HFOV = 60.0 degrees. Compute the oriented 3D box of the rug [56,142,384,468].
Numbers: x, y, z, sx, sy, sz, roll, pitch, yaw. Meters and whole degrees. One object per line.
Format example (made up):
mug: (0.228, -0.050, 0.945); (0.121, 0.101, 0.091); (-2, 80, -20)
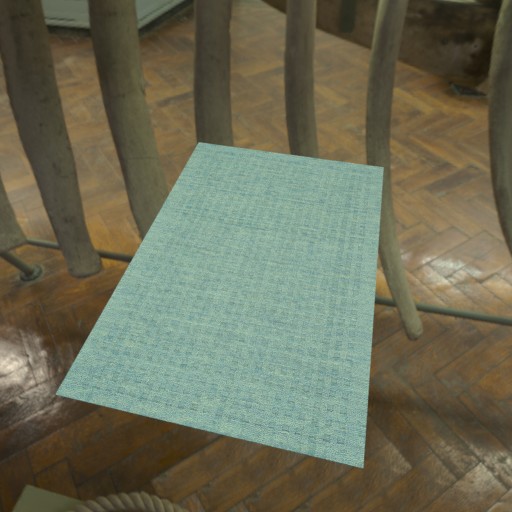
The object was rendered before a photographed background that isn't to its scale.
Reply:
rug: (0.000, 0.000, 2.849); (1.522, 0.006, 2.286); (10, 48, 9)
